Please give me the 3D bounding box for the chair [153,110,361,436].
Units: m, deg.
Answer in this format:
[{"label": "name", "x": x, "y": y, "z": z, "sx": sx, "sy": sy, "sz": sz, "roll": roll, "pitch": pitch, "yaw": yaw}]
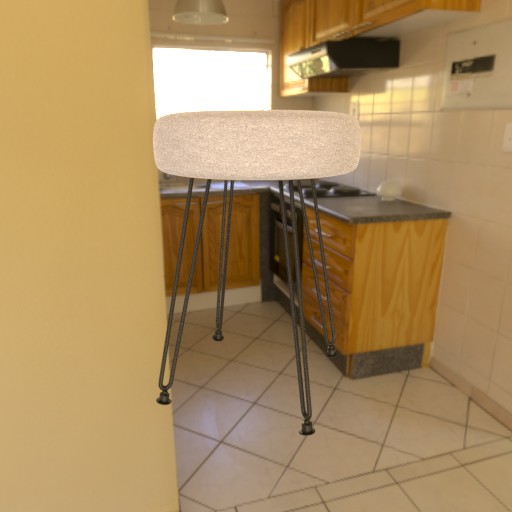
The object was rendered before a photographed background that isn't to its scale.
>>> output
[{"label": "chair", "x": 0.000, "y": 0.000, "z": 0.710, "sx": 0.350, "sy": 0.440, "sz": 0.350, "roll": -8, "pitch": 18, "yaw": -26}]
